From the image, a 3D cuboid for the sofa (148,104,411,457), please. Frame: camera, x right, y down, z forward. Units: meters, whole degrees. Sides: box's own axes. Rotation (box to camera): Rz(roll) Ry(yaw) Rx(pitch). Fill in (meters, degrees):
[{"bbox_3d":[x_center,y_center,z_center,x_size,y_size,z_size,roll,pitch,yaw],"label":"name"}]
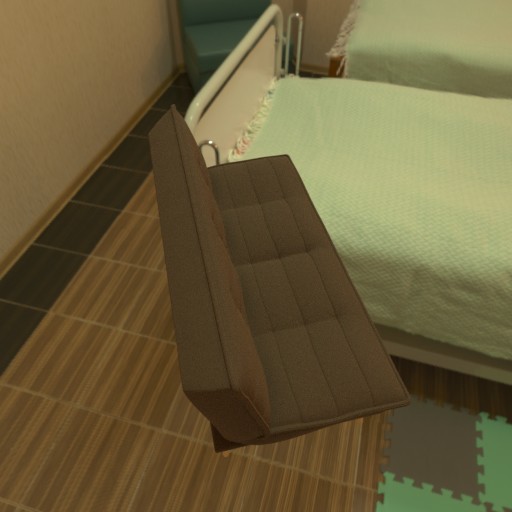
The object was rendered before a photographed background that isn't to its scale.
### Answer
[{"bbox_3d":[0.000,0.000,2.455,0.950,0.890,1.940,-10,48,-9],"label":"sofa"}]
